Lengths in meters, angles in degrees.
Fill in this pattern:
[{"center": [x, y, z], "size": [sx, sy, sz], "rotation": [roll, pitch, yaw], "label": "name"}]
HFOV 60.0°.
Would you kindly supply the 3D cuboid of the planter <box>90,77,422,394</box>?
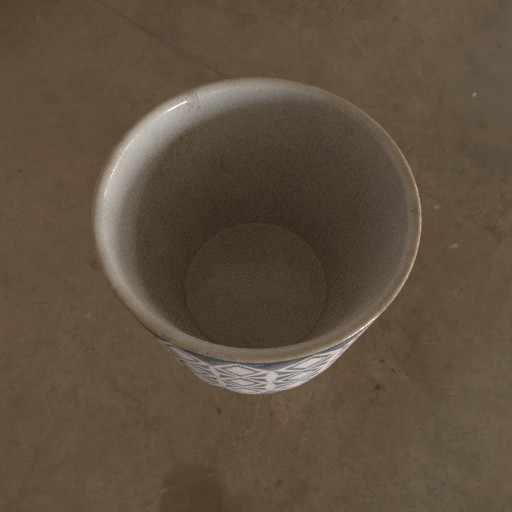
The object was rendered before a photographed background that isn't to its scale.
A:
[{"center": [0.000, 0.000, 0.334], "size": [0.192, 0.165, 0.192], "rotation": [0, 65, 0], "label": "planter"}]
